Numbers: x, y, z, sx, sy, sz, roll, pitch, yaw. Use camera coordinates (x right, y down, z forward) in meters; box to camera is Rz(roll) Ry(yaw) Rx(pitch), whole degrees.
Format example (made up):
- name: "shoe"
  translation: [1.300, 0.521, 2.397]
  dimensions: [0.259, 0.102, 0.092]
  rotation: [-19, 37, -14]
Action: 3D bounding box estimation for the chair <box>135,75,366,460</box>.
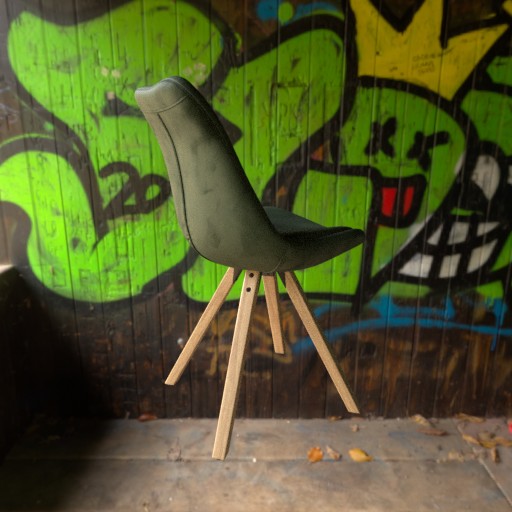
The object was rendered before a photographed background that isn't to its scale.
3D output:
- name: "chair"
  translation: [0.000, 0.000, 1.211]
  dimensions: [0.547, 0.865, 0.483]
  rotation: [-8, 17, -27]
